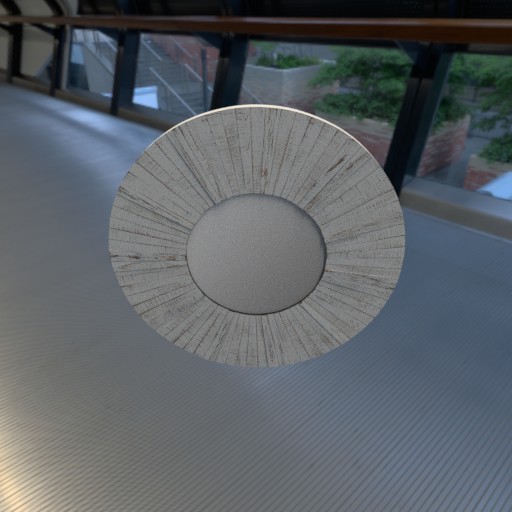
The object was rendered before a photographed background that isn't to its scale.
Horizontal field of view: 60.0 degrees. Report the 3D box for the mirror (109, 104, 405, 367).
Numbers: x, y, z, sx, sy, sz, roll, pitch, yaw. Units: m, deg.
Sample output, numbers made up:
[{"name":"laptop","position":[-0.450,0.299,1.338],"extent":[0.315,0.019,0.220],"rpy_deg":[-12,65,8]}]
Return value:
[{"name":"mirror","position":[0.000,0.000,1.396],"extent":[0.914,0.914,0.038],"rpy_deg":[1,30,1]}]
